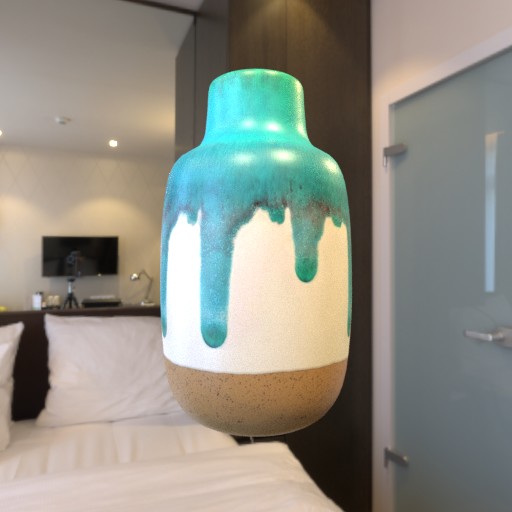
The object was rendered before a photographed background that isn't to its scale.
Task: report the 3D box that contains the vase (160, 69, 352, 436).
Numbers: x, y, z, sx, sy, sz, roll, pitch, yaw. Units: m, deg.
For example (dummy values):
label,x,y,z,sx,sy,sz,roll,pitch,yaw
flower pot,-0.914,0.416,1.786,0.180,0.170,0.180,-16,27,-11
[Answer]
label,x,y,z,sx,sy,sz,roll,pitch,yaw
vase,0.000,0.000,0.251,0.106,0.192,0.106,0,-1,0
